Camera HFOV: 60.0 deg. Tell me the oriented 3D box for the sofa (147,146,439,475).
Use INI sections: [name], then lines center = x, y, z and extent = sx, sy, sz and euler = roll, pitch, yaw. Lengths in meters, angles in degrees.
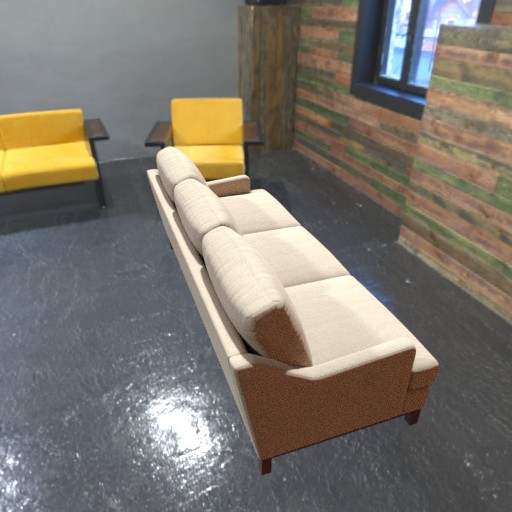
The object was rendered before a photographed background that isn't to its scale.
[sofa]
center = 0.000, 0.000, 2.807
extent = 1.000, 0.913, 2.321
euler = -10, 32, -17
